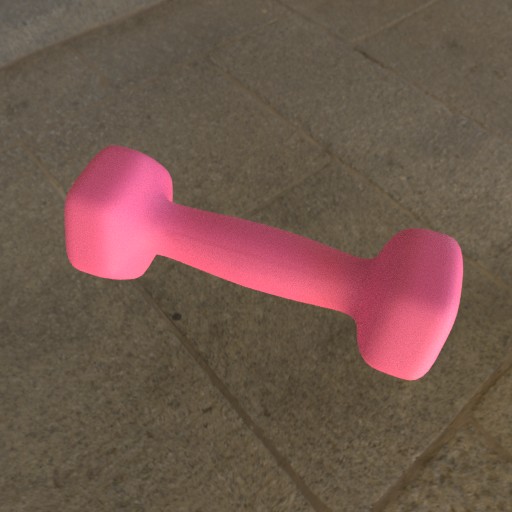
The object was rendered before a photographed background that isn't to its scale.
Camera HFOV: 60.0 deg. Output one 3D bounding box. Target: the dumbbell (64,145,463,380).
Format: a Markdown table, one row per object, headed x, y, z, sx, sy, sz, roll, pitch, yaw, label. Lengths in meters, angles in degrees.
| x | y | z | sx | sy | sz | roll | pitch | yaw | label |
| --- | --- | --- | --- | --- | --- | --- | --- | --- | --- |
| 0.000 | 0.000 | 0.173 | 0.146 | 0.053 | 0.058 | 17 | 59 | 11 | dumbbell |
